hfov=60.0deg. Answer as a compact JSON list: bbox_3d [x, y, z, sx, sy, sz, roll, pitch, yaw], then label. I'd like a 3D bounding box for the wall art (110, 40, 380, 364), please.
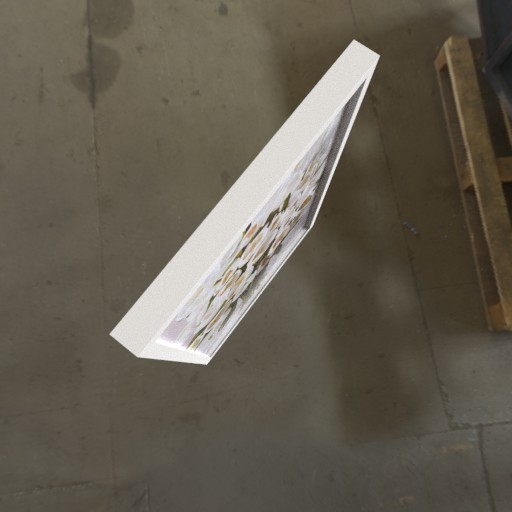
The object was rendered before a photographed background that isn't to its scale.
[{"bbox_3d":[0.000,0.000,0.816,0.038,0.657,0.450,36,78,9],"label":"wall art"}]
